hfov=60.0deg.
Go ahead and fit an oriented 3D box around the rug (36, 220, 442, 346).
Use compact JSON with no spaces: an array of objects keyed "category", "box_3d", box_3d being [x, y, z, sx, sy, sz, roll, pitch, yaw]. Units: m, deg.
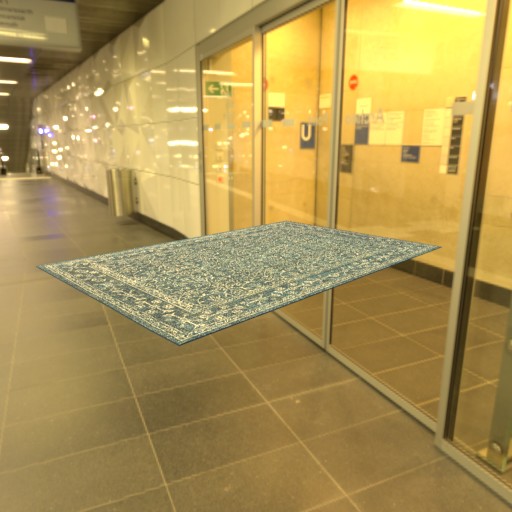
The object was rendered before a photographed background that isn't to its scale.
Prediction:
[{"category":"rug","box_3d":[0.000,0.000,2.348,1.819,0.005,1.200,-14,20,-43]}]
